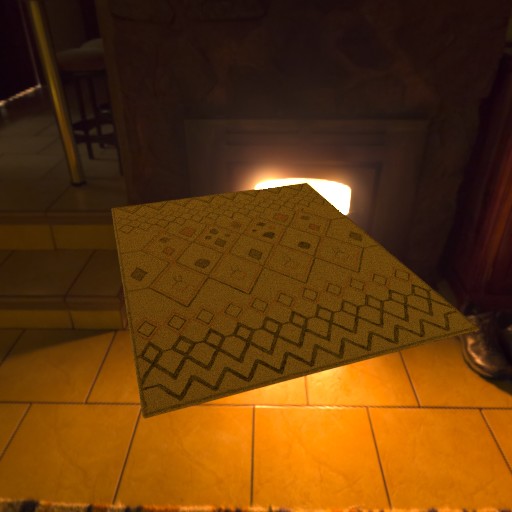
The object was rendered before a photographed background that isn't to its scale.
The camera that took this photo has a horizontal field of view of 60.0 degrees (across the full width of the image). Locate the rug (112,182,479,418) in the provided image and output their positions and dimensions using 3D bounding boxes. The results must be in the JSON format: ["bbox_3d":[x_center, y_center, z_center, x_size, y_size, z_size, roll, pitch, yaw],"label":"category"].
[{"bbox_3d":[0.000,0.000,4.159,2.441,0.016,3.050,-10,33,-16],"label":"rug"}]
